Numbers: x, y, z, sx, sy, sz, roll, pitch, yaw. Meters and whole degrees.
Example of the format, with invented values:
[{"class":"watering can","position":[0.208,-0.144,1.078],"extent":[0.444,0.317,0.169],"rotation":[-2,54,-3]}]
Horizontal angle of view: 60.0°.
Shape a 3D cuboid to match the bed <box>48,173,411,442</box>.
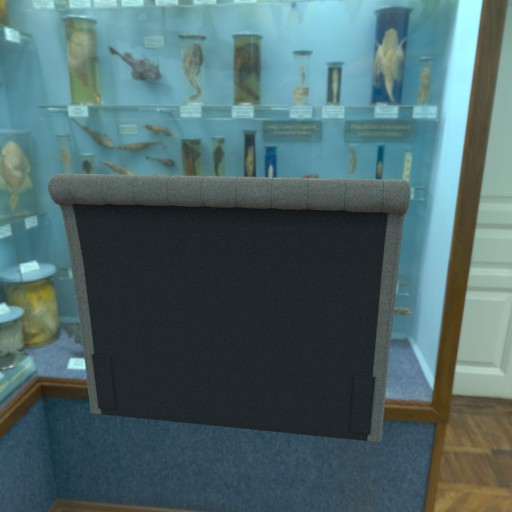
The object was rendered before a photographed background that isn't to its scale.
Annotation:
[{"class":"bed","position":[0.000,0.000,3.204],"extent":[1.645,1.371,2.252],"rotation":[2,17,8]}]
